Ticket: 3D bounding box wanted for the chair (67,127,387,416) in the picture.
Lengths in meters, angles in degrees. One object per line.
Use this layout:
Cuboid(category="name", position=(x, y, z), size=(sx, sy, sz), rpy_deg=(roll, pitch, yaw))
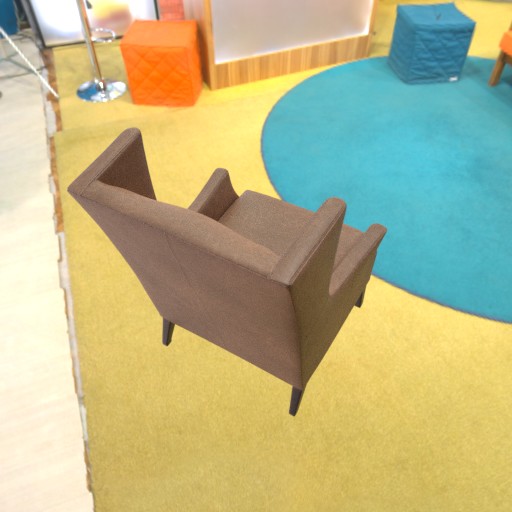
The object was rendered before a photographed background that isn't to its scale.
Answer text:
Cuboid(category="chair", position=(0.000, 0.000, 1.746), size=(0.815, 1.088, 0.913), rpy_deg=(23, 51, 20))
